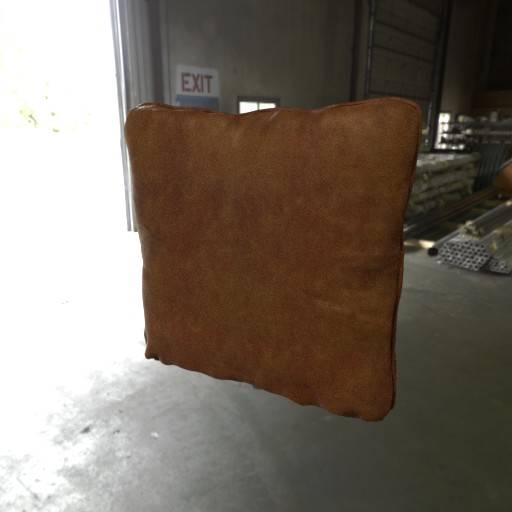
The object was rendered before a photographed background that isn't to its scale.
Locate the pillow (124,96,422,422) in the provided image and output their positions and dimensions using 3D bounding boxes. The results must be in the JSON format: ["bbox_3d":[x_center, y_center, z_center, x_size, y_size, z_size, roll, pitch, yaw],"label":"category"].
[{"bbox_3d":[0.000,0.000,0.737,0.489,0.490,0.130,8,19,26],"label":"pillow"}]
